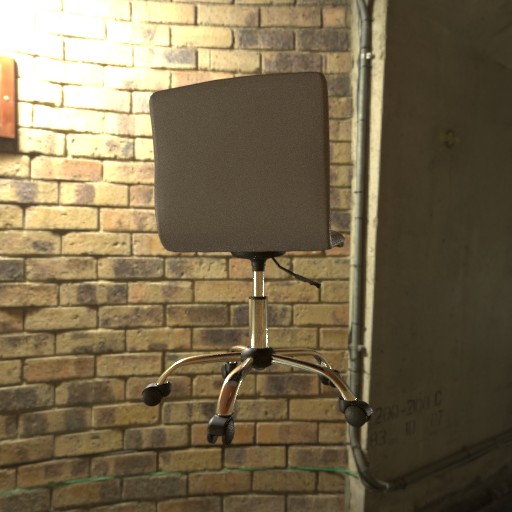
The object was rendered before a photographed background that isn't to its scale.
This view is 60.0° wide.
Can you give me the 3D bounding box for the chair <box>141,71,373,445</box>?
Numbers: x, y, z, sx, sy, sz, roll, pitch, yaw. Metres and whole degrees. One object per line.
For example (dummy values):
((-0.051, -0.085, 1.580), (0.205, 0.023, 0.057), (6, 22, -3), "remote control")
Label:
((0.000, 0.000, 1.115), (0.569, 0.750, 0.542), (0, -1, 17), "chair")
